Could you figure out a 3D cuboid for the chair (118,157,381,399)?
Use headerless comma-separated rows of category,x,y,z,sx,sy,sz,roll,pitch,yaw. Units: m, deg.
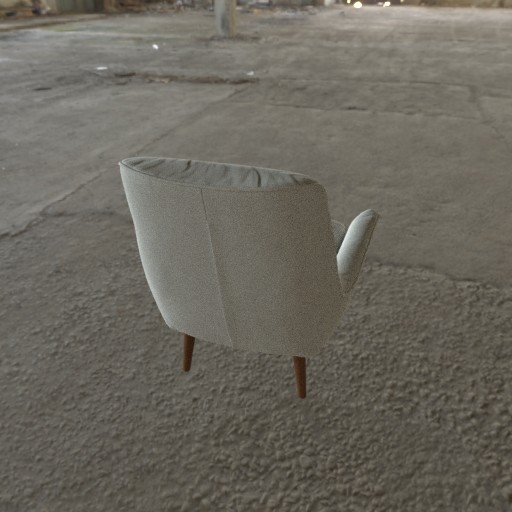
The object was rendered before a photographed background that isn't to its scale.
chair,0.000,0.000,1.527,0.787,0.888,0.822,9,33,14
